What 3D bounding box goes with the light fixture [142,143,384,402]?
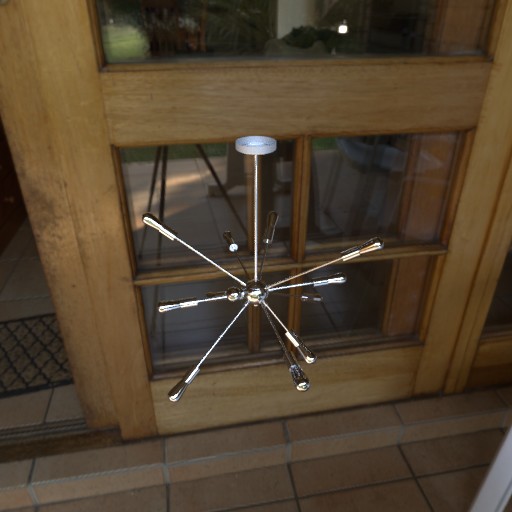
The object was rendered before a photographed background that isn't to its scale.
[{"bbox_3d":[0.000,0.000,1.077,0.509,0.558,0.684,-8,31,-14],"label":"light fixture"}]
